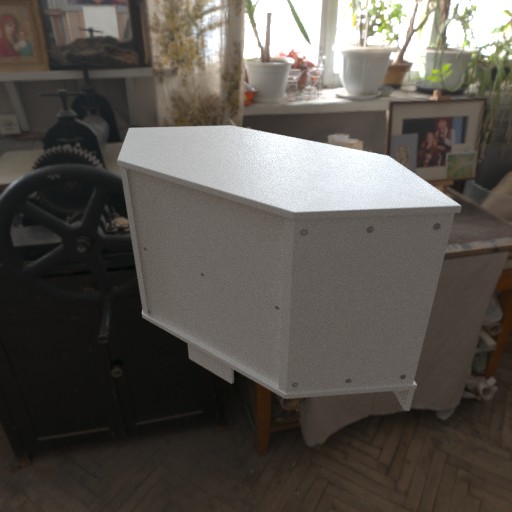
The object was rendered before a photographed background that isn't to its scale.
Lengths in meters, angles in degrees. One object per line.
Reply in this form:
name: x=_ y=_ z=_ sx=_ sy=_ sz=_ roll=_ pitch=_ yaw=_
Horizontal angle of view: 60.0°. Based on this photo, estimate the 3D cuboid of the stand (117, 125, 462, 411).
stand: x=0.000 y=0.000 z=1.351 sx=1.072 sy=0.614 sz=0.477 roll=21 pitch=36 yaw=32
